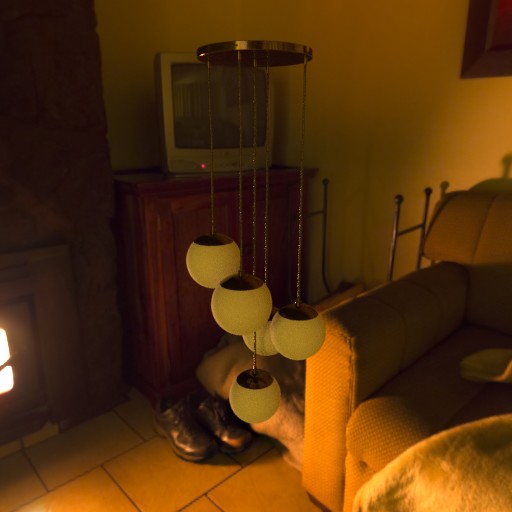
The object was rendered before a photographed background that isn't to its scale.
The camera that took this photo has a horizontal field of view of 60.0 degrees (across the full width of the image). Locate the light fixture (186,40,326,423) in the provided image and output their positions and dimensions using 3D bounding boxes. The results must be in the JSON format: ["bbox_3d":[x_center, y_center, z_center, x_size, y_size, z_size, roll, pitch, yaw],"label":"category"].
[{"bbox_3d":[0.000,0.000,1.498,0.489,1.271,0.484,8,18,25],"label":"light fixture"}]
